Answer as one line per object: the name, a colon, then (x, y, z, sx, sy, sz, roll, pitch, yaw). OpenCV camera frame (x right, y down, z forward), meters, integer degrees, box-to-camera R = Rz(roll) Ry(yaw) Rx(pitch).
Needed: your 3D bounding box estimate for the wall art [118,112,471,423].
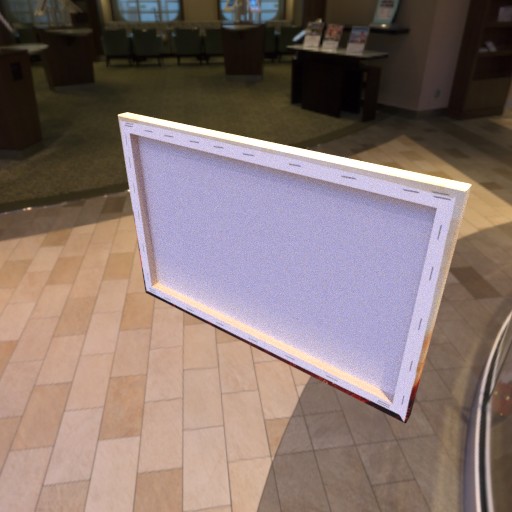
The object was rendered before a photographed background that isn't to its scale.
wall art: (0.000, 0.000, 1.156, 0.918, 0.602, 0.038, 20, 36, 30)
